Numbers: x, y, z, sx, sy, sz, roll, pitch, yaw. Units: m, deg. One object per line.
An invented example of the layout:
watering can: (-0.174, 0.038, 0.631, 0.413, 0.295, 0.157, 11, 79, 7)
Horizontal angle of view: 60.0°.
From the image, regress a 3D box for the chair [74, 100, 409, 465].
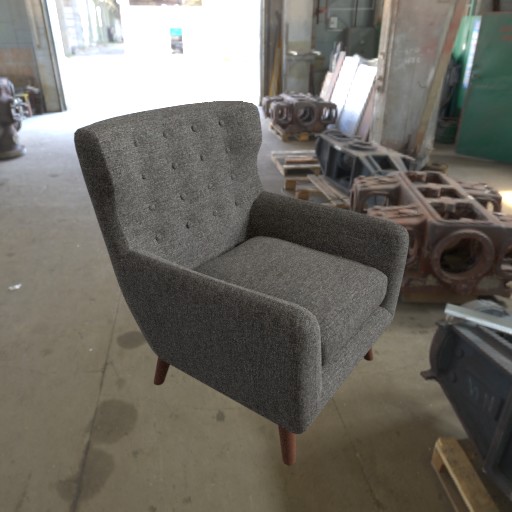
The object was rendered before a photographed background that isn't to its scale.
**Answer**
chair: (0.000, 0.000, 1.728, 0.940, 1.039, 0.889, 18, 32, 32)
